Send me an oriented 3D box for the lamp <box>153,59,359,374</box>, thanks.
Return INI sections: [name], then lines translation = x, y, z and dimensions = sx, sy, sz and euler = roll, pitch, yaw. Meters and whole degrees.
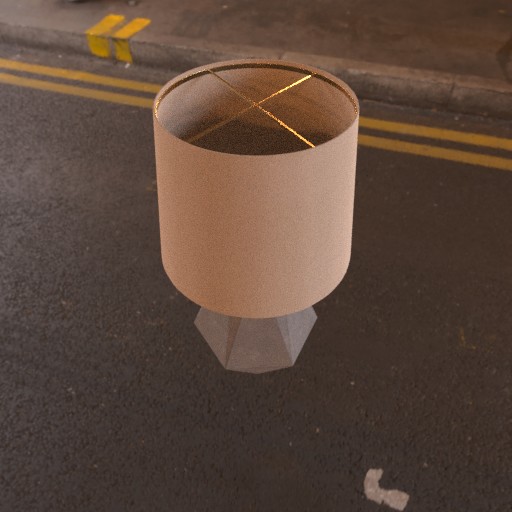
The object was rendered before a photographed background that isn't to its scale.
[lamp]
translation = 0.000, 0.000, 0.676
dimensions = 0.276, 0.501, 0.276
euler = 0, 46, 0
